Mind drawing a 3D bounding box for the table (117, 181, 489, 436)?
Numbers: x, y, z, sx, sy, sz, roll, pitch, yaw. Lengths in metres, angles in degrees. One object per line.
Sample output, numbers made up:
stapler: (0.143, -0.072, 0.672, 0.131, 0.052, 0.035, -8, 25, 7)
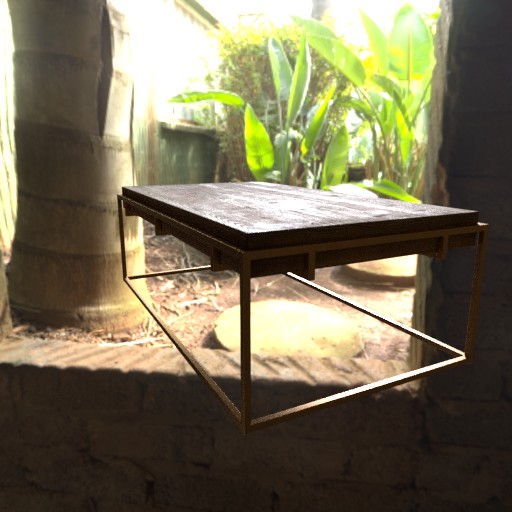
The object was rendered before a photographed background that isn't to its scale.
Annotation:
table: (0.000, 0.000, 1.728, 0.775, 0.468, 1.387, -7, 15, -26)
